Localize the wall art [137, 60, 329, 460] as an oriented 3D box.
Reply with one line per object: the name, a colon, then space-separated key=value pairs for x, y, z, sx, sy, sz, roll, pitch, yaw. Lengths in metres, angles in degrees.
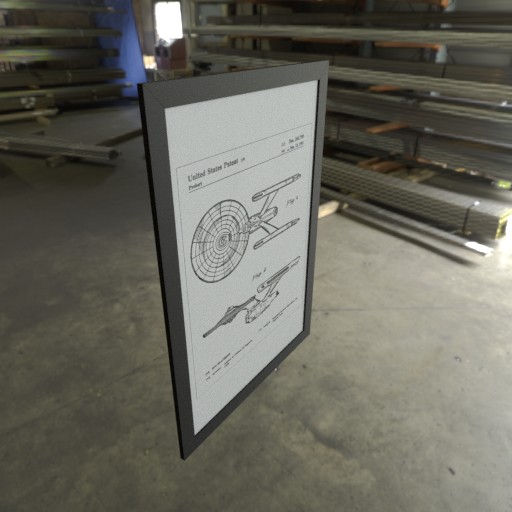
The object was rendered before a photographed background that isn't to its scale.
wall art: x=0.000 y=0.000 z=0.680 sx=0.008 sy=0.530 sz=0.379 roll=18 pitch=33 yaw=31
